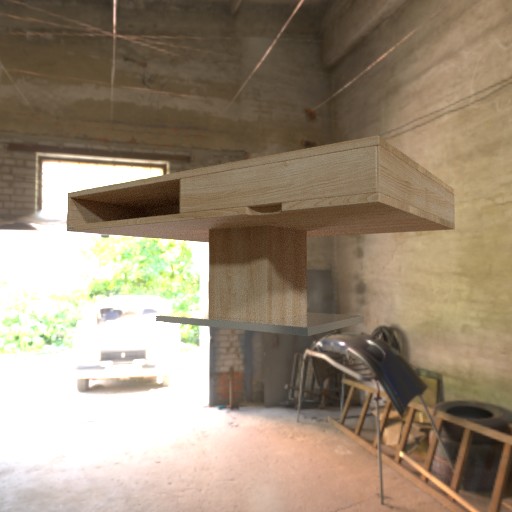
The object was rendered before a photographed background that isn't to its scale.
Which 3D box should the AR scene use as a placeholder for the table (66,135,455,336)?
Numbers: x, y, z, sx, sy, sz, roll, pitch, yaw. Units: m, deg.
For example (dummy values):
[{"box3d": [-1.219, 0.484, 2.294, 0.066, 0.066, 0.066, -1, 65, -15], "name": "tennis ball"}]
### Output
[{"box3d": [0.000, 0.000, 1.482, 1.100, 0.440, 0.700, -1, -3, 35], "name": "table"}]
